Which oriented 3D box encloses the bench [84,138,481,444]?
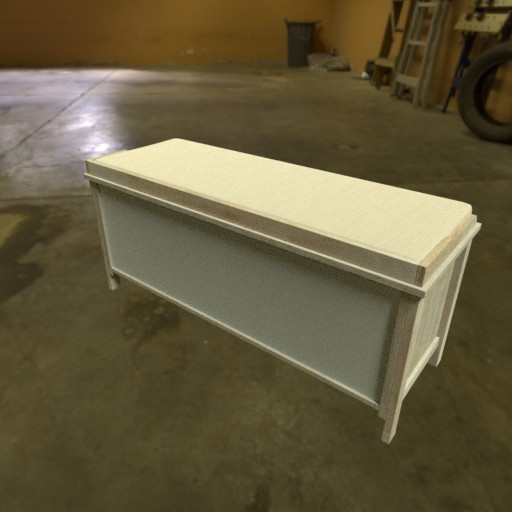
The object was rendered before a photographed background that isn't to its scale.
[{"bbox_3d":[0.000,0.000,1.391,1.140,0.501,0.398,21,35,33],"label":"bench"}]
